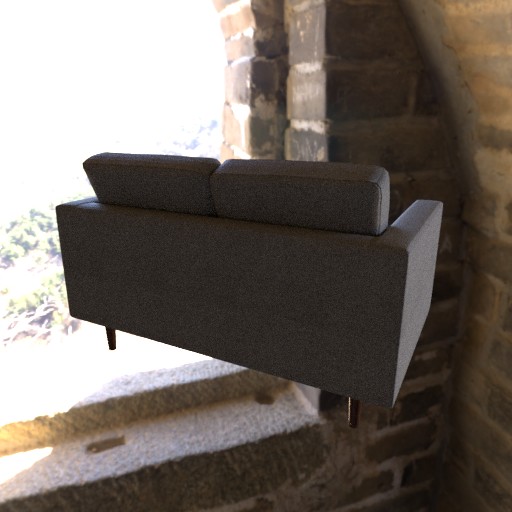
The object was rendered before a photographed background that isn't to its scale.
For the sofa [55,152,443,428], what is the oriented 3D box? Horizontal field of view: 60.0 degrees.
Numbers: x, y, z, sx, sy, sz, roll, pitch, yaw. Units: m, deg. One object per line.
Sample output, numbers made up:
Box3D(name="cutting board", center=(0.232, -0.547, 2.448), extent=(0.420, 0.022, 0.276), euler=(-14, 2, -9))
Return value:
Box3D(name="sofa", center=(0.000, 0.000, 2.120), extent=(1.527, 0.973, 0.969), euler=(9, 20, 26))
